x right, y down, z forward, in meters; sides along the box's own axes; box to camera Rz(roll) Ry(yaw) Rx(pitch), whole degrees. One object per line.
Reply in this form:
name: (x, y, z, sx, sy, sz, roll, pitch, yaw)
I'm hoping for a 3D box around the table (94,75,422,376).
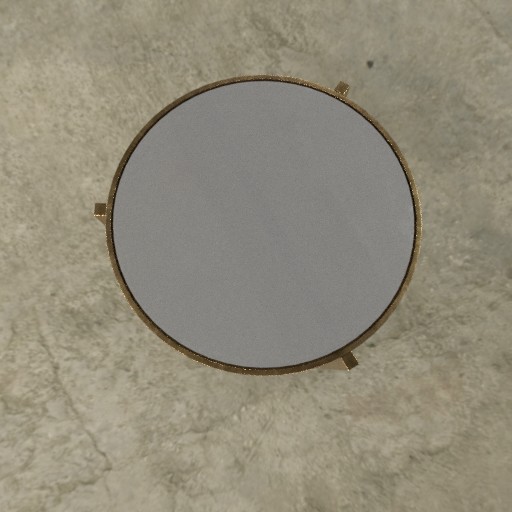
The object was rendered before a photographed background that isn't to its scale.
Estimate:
table: (0.000, 0.000, 0.456, 0.243, 0.269, 0.231, 1, 76, 0)
